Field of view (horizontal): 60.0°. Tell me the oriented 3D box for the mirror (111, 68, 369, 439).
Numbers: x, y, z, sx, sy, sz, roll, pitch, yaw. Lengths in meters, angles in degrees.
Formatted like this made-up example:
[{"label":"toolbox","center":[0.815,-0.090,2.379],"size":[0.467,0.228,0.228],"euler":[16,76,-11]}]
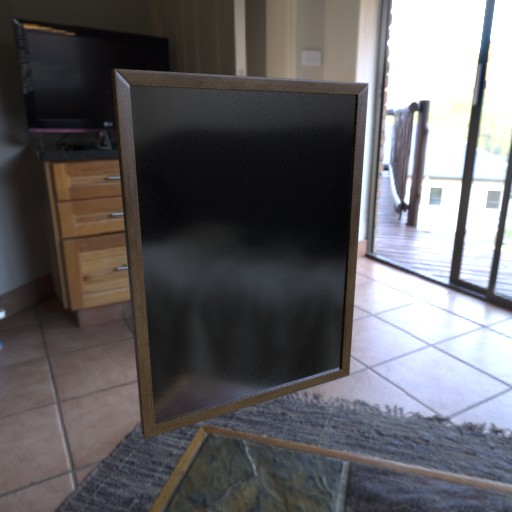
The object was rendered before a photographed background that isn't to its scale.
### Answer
[{"label":"mirror","center":[0.000,0.000,1.353],"size":[0.762,1.016,0.040],"euler":[-8,18,-26]}]
